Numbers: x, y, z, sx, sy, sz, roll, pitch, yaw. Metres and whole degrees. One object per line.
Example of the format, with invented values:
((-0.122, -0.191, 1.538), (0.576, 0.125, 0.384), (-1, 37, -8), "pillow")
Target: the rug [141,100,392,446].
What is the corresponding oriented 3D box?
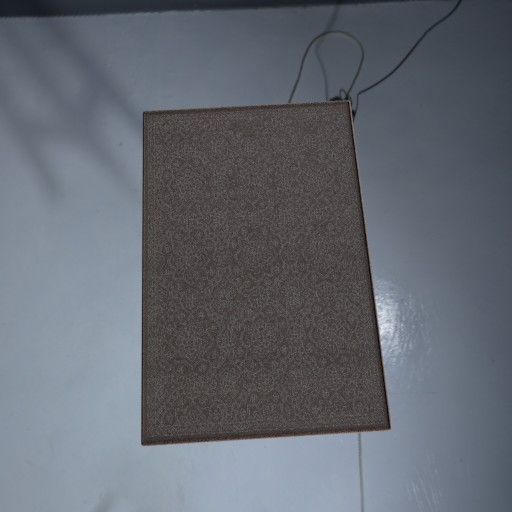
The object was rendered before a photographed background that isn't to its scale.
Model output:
((0.000, 0.000, 2.971), (1.524, 0.011, 2.286), (-3, 75, -1), "rug")
